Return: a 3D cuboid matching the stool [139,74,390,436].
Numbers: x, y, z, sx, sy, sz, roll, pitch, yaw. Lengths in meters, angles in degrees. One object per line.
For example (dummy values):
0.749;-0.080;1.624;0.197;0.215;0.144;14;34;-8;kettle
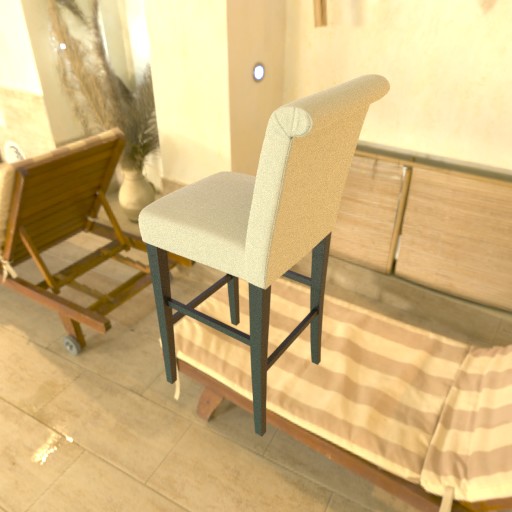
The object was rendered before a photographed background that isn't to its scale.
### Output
0.000;0.000;1.473;0.597;1.124;0.452;20;37;29;stool
